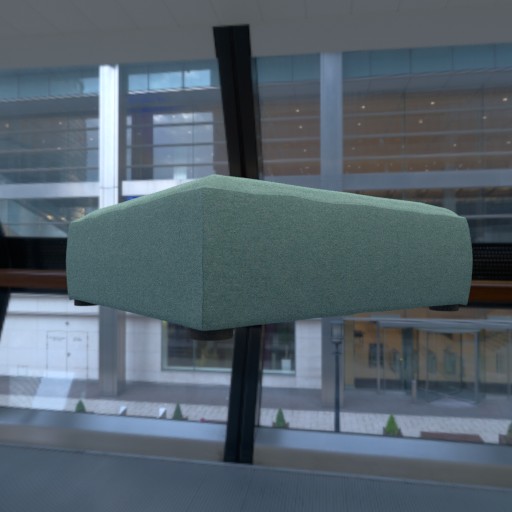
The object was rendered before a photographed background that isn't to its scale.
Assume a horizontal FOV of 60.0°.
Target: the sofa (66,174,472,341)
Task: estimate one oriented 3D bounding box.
[{"bbox_3d":[0.000,0.000,1.426,0.930,0.330,0.930,1,-1,-37],"label":"sofa"}]
